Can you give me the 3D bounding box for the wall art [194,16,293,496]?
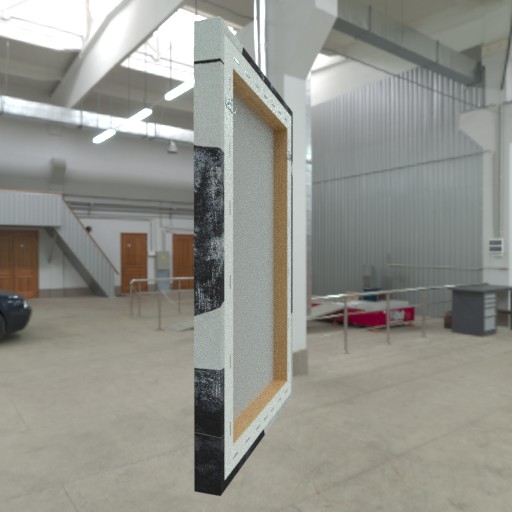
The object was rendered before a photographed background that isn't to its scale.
[{"bbox_3d":[0.000,0.000,0.761,0.039,0.610,0.407,0,1,18],"label":"wall art"}]
